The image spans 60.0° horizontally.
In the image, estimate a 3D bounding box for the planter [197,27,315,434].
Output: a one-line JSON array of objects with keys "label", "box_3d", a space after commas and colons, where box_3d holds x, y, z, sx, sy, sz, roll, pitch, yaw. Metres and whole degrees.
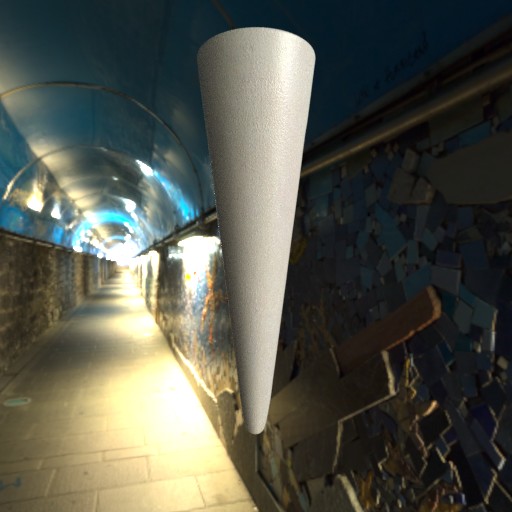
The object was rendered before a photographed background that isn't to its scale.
[{"label": "planter", "box_3d": [0.000, 0.000, 0.216, 0.057, 0.191, 0.064, 0, -1, -1]}]
